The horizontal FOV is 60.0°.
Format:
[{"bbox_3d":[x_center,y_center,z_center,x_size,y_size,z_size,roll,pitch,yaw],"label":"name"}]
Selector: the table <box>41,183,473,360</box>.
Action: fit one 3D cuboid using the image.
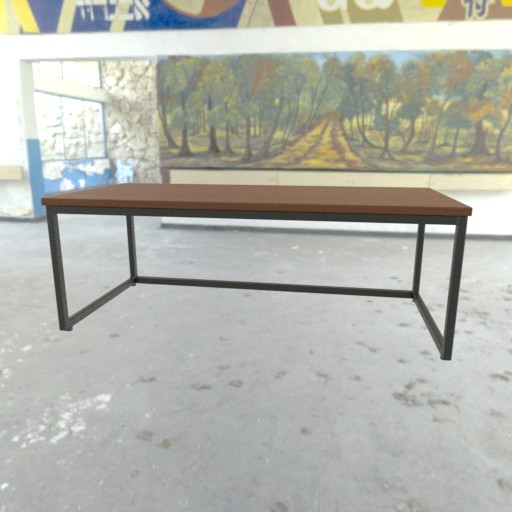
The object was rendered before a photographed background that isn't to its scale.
[{"bbox_3d":[0.000,0.000,1.397,1.100,0.400,0.500,2,14,10],"label":"table"}]
